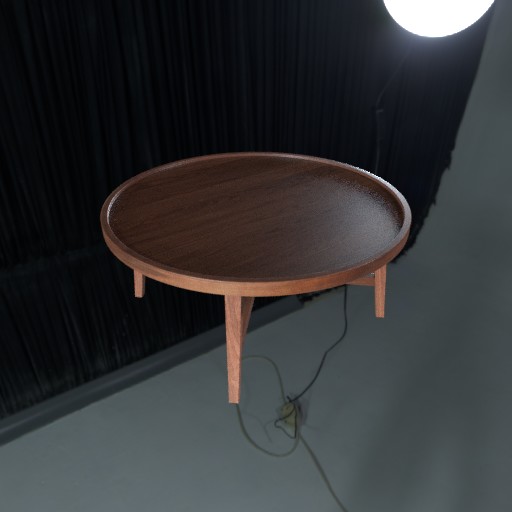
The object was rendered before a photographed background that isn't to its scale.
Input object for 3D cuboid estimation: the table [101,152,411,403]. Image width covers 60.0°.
[{"bbox_3d":[0.000,0.000,1.283,0.800,0.360,0.800,0,31,0],"label":"table"}]
